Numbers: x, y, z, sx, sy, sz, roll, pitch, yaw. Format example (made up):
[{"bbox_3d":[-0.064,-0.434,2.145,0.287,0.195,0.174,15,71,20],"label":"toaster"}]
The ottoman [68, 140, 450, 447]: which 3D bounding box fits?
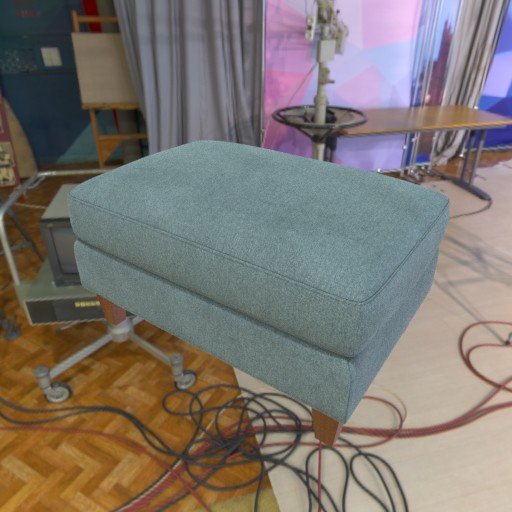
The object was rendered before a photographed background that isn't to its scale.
[{"bbox_3d":[0.000,0.000,1.232,0.864,0.483,0.584,20,36,29],"label":"ottoman"}]
